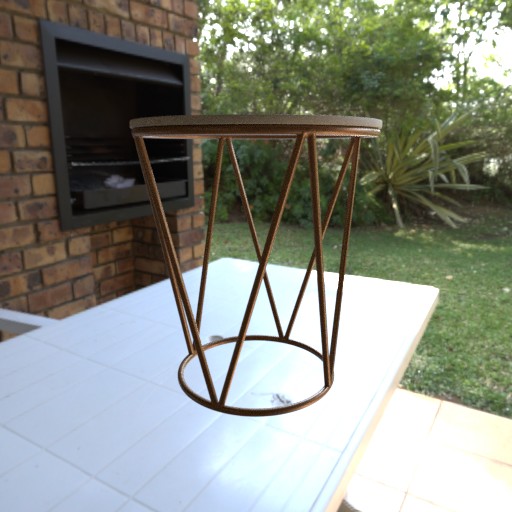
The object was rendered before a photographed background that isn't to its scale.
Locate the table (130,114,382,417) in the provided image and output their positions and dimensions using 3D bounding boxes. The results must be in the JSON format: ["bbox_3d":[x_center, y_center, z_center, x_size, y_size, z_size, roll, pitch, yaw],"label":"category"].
[{"bbox_3d":[0.000,0.000,0.977,0.500,0.564,0.500,0,14,0],"label":"table"}]
